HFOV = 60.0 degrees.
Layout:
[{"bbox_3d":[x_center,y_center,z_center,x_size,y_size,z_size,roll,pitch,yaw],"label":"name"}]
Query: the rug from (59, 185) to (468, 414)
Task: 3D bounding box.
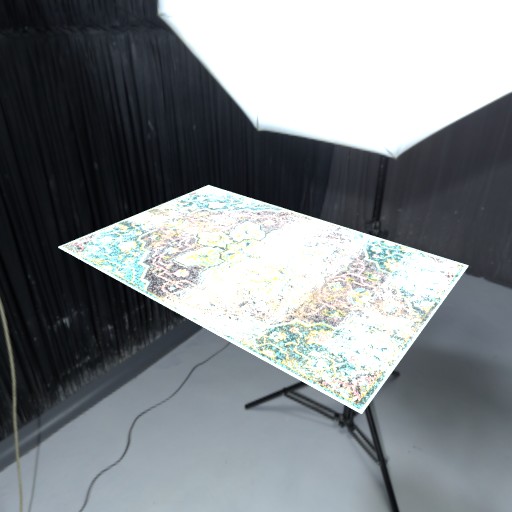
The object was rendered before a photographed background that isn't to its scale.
[{"bbox_3d":[0.000,0.000,3.007,2.363,0.004,1.566,22,37,33],"label":"rug"}]
